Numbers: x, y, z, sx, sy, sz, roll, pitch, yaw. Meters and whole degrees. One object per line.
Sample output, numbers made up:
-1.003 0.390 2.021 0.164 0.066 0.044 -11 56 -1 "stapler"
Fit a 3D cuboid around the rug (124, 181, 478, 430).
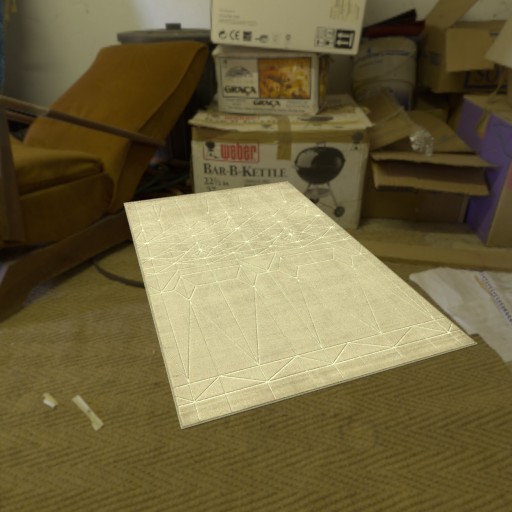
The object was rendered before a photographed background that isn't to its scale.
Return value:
0.000 0.000 3.024 1.524 0.012 2.438 -10 32 -17 "rug"
